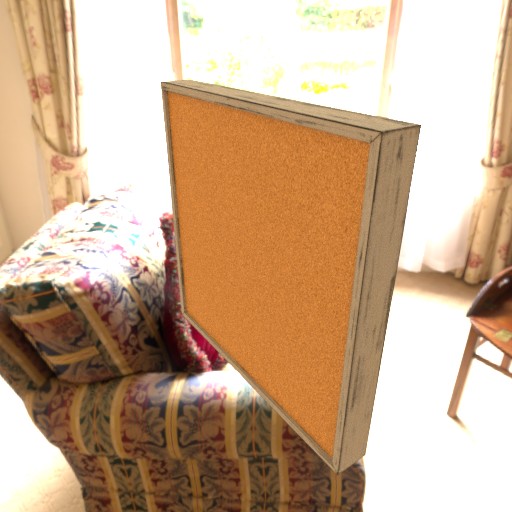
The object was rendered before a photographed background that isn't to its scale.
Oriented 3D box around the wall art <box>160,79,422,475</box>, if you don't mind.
[{"bbox_3d":[0.000,0.000,0.445,0.036,0.303,0.303,-18,33,-31],"label":"wall art"}]
